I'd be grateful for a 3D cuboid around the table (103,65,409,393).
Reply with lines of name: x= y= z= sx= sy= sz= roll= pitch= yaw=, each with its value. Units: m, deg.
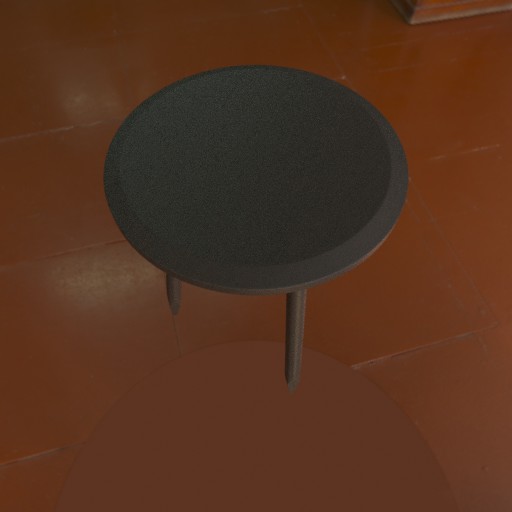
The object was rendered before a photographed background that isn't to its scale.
table: x=0.000 y=0.000 z=0.913 sx=0.457 sy=0.585 sz=0.457 roll=0 pitch=58 yaw=0
